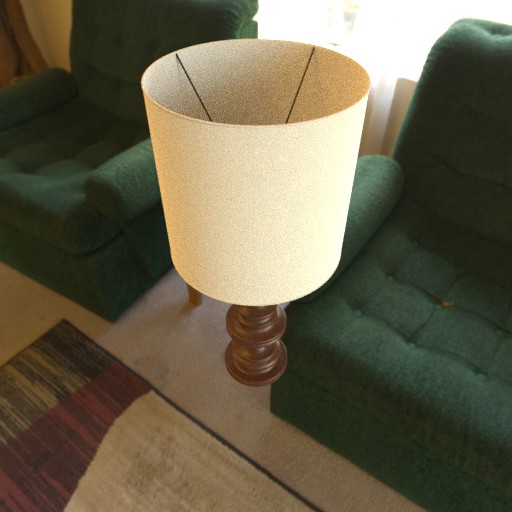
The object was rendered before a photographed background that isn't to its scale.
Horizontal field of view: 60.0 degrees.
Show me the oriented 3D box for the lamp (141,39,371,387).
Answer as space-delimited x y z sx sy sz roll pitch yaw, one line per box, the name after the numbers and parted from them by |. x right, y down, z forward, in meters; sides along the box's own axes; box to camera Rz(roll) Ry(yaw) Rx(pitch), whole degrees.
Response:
0.000 0.000 0.563 0.208 0.455 0.208 12 44 13 | lamp
